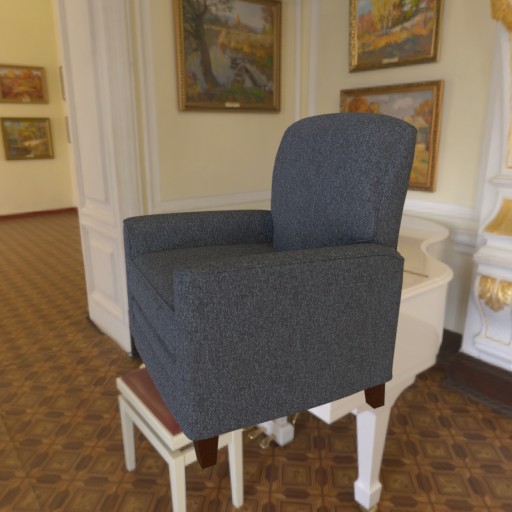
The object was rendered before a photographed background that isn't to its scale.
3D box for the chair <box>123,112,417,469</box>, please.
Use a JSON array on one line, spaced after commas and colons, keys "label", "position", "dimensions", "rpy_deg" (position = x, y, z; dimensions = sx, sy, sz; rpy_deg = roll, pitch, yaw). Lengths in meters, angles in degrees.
[{"label": "chair", "position": [0.000, 0.000, 1.631], "dimensions": [0.850, 1.016, 0.839], "rpy_deg": [-8, 18, -26]}]
